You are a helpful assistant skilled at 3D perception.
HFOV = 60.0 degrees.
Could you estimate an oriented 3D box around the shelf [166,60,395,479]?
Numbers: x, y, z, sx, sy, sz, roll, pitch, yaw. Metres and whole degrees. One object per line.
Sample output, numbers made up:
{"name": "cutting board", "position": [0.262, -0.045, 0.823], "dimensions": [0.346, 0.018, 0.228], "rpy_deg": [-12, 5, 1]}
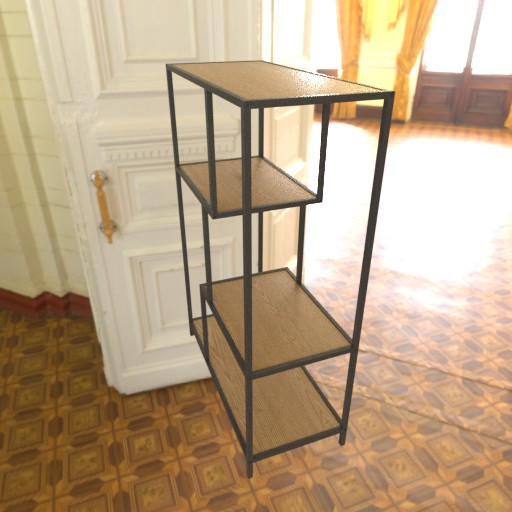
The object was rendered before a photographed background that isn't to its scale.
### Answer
{"name": "shelf", "position": [0.000, 0.000, 1.492], "dimensions": [0.350, 1.138, 0.770], "rpy_deg": [-11, 30, -18]}
